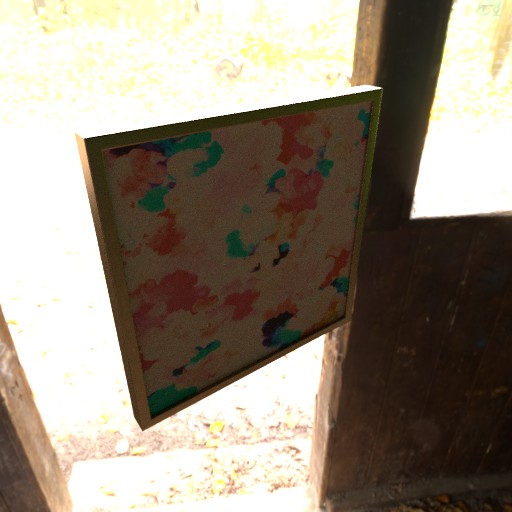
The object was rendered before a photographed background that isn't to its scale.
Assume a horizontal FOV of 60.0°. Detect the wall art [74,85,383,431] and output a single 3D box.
[{"bbox_3d":[0.000,0.000,0.775,0.510,0.509,0.037,-20,36,-30],"label":"wall art"}]
